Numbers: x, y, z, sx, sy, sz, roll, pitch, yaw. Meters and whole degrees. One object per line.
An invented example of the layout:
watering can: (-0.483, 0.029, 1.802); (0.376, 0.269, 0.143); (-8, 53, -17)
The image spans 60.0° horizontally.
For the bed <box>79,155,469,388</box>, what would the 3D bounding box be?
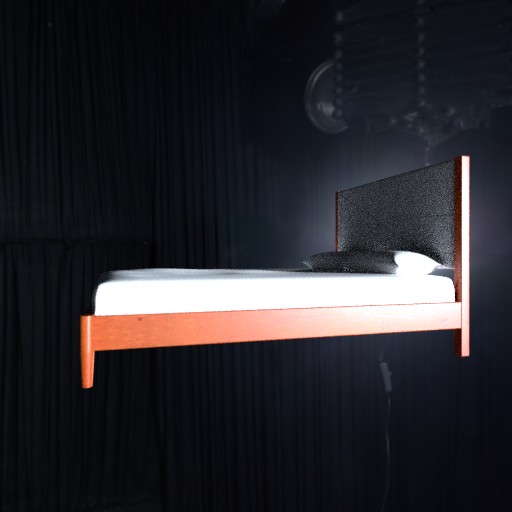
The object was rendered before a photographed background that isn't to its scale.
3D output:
bed: (0.000, 0.000, 3.003); (2.117, 1.165, 1.566); (0, 0, -17)
